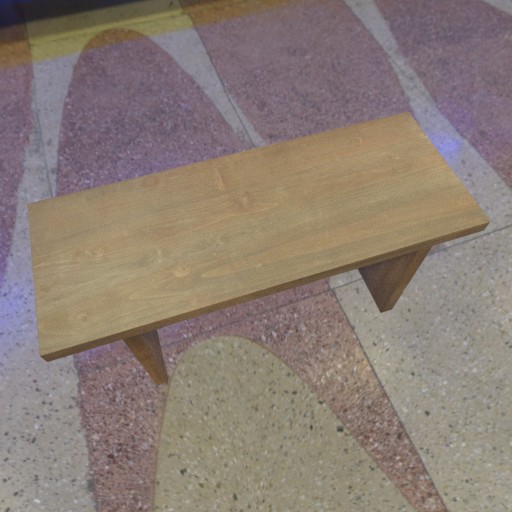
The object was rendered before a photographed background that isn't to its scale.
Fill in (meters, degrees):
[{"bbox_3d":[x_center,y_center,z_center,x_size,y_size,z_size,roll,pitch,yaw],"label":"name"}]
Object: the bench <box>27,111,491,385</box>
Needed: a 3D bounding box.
[{"bbox_3d":[0.000,0.000,1.407,1.183,0.458,0.458,-16,60,-9],"label":"bench"}]
